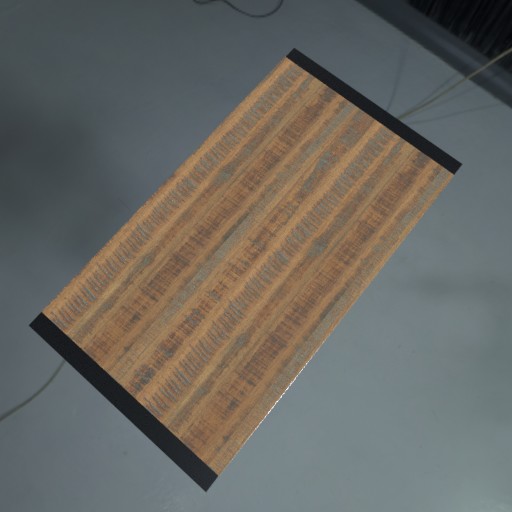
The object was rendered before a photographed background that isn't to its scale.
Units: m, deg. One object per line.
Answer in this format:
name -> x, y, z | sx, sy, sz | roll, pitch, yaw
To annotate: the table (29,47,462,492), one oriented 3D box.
table -> 0.000, 0.000, 1.664 | 0.750, 0.400, 1.350 | 39, 79, 9
